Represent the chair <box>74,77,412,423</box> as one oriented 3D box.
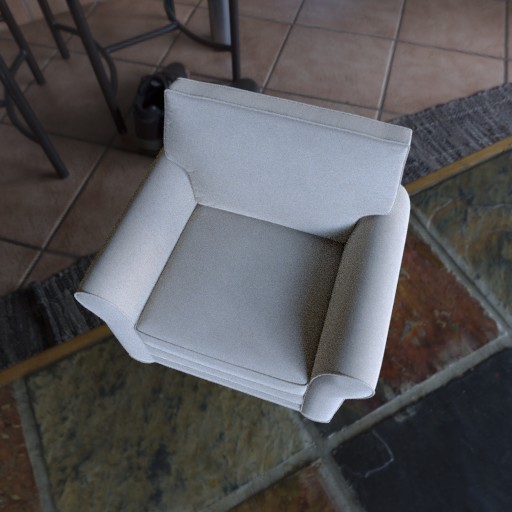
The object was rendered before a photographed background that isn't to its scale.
[{"bbox_3d":[0.000,0.000,1.716,1.040,0.955,0.863,16,60,9],"label":"chair"}]
